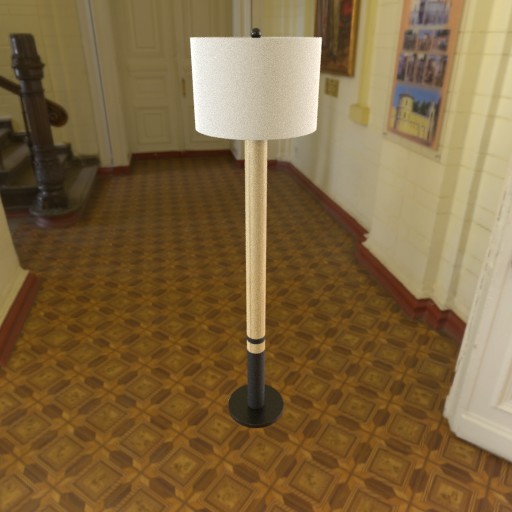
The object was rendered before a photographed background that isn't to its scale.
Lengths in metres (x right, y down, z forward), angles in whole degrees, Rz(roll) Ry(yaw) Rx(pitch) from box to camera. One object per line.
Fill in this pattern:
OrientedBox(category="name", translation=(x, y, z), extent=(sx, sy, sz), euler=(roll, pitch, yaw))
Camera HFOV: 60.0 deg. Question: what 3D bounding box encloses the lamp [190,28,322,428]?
OrientedBox(category="lamp", translation=(0.000, 0.000, 1.615), extent=(0.381, 1.478, 0.381), euler=(16, 31, 29))
